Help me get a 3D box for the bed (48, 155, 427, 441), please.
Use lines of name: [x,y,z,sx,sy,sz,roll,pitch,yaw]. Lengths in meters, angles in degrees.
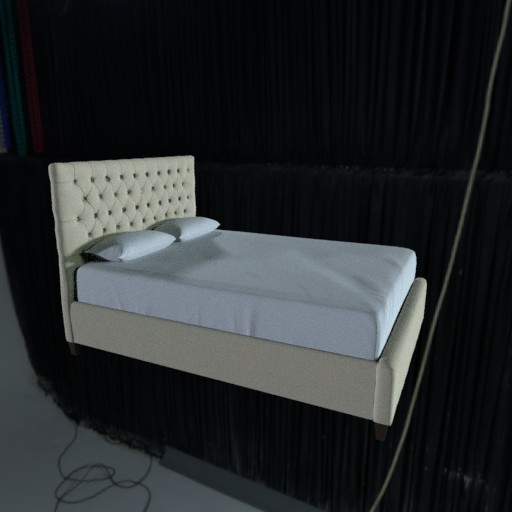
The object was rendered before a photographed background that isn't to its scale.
bed: [0.000,0.000,3.414,2.387,1.427,1.698,7,16,25]
